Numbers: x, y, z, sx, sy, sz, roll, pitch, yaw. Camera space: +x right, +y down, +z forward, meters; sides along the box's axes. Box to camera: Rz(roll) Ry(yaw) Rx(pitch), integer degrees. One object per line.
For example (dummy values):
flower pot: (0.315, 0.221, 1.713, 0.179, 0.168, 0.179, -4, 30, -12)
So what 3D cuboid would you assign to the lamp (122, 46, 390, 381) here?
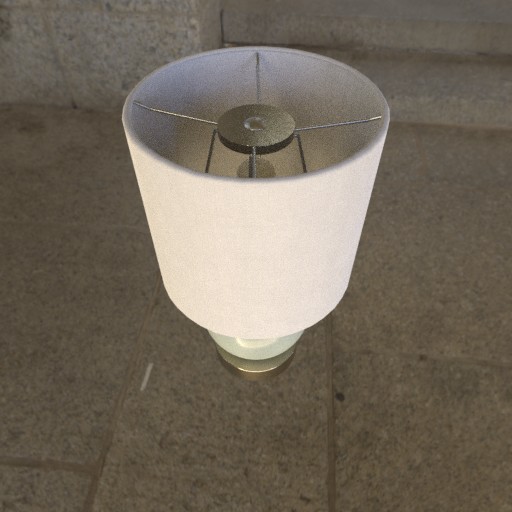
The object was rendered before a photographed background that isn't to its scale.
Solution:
lamp: (0.000, 0.000, 0.468, 0.201, 0.353, 0.201, -18, 50, -16)
